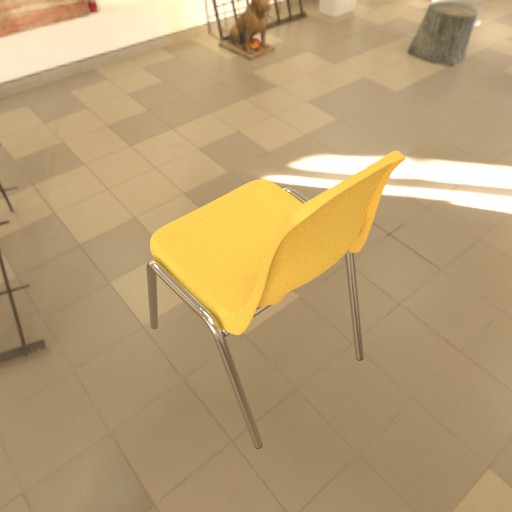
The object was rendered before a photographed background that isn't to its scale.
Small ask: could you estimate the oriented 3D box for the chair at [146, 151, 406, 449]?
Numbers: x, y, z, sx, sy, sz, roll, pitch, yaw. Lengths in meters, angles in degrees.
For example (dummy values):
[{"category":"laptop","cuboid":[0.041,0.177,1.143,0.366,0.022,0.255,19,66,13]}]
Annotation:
[{"category":"chair","cuboid":[0.000,0.000,0.921,0.381,0.653,0.436,-32,55,-26]}]
